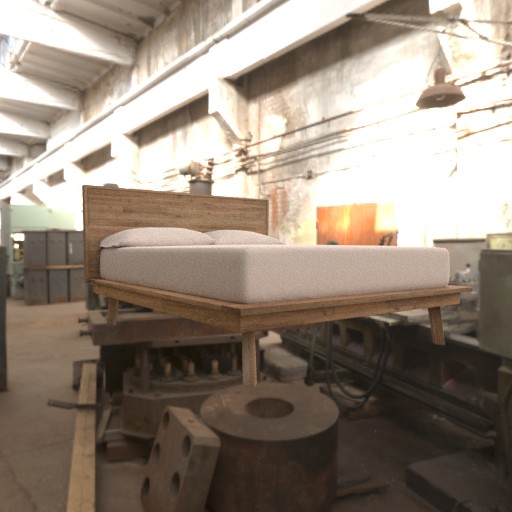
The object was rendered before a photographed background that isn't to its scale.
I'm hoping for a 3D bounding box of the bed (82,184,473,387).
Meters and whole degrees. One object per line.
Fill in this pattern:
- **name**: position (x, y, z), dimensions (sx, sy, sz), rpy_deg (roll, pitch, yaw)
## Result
- **bed**: position (0.000, 0.000, 3.058), dimensions (1.759, 1.071, 2.145), rpy_deg (-1, 1, -36)
